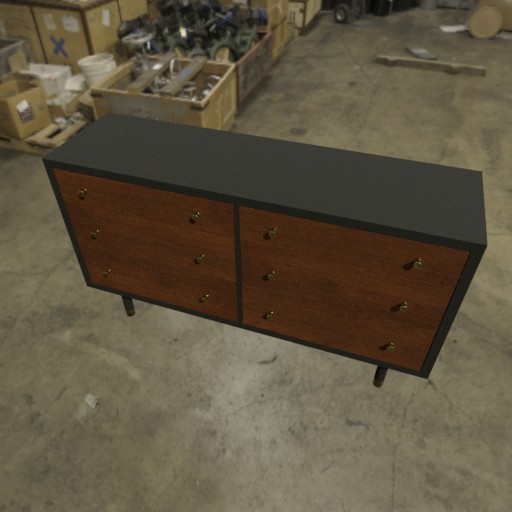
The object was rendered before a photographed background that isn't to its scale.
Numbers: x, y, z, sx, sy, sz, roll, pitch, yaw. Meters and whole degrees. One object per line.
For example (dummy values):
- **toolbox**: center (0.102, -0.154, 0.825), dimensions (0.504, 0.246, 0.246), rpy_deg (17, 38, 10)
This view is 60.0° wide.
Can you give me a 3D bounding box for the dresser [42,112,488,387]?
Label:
- **dresser**: center (0.000, 0.000, 1.905), dimensions (1.558, 0.872, 0.463), rpy_deg (13, 43, 14)
